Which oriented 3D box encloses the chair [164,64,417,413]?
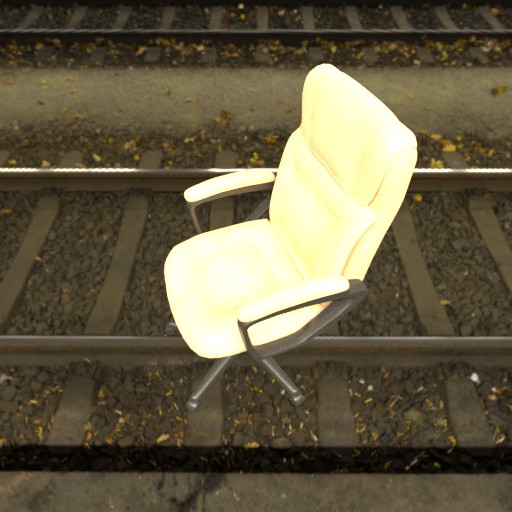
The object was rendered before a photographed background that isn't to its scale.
[{"bbox_3d":[0.000,0.000,1.543,0.724,1.105,0.667,-16,48,-14],"label":"chair"}]
